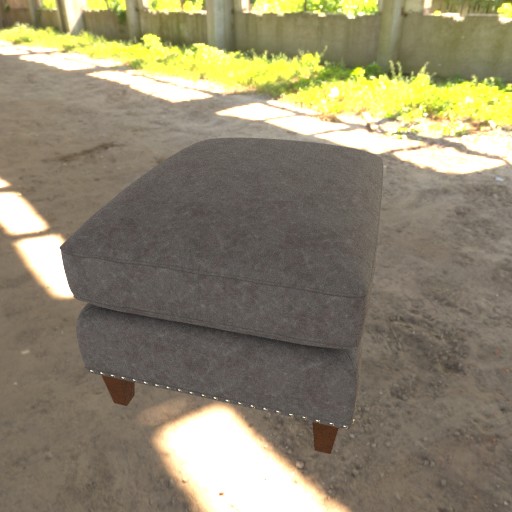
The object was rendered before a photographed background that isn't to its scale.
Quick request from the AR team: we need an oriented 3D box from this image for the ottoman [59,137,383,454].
[{"bbox_3d":[0.000,0.000,1.143,0.584,0.513,0.741,8,31,13],"label":"ottoman"}]
